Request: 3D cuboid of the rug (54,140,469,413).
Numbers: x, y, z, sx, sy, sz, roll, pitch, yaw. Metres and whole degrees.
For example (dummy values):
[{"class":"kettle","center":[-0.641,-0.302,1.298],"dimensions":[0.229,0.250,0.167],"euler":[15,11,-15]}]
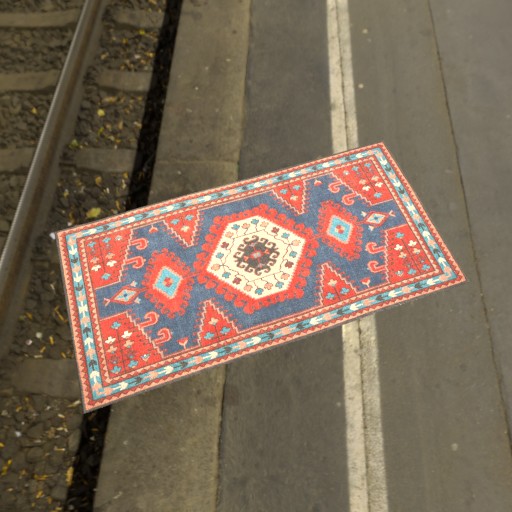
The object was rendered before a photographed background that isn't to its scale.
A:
[{"class":"rug","center":[0.000,0.000,3.585],"dimensions":[3.032,0.034,1.522],"euler":[-17,65,-8]}]
